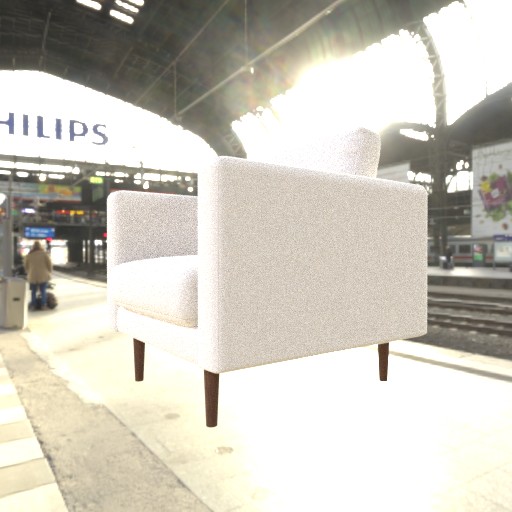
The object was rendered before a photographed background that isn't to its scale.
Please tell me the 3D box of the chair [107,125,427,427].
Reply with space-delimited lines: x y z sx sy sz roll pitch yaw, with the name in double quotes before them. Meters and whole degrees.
"chair" 0.000 0.000 1.584 0.879 0.899 0.831 0 0 -36
